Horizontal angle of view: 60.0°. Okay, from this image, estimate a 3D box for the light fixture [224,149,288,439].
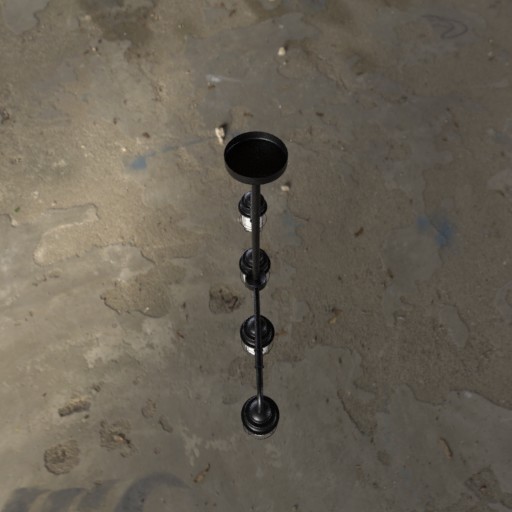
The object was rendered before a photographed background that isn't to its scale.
[{"bbox_3d":[0.000,0.000,1.234,0.131,0.785,0.852,-2,58,-1],"label":"light fixture"}]
